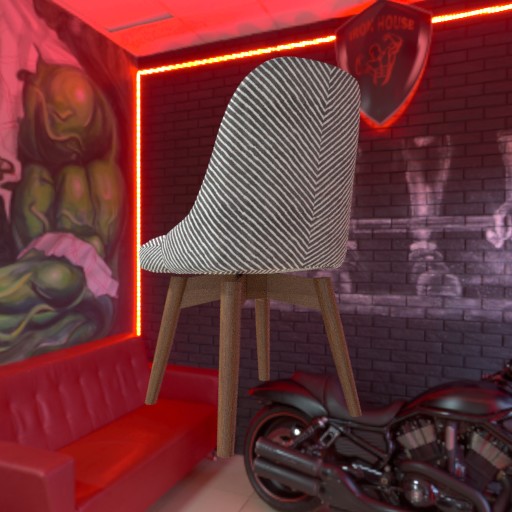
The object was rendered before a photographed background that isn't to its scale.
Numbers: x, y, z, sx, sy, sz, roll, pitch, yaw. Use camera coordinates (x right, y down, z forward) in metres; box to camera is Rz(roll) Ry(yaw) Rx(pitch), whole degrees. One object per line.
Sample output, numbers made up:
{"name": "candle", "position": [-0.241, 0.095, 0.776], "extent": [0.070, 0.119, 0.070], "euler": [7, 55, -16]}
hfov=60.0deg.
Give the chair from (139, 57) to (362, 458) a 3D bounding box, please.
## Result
{"name": "chair", "position": [0.000, 0.000, 1.255], "extent": [0.504, 0.883, 0.591], "euler": [0, 0, -36]}
